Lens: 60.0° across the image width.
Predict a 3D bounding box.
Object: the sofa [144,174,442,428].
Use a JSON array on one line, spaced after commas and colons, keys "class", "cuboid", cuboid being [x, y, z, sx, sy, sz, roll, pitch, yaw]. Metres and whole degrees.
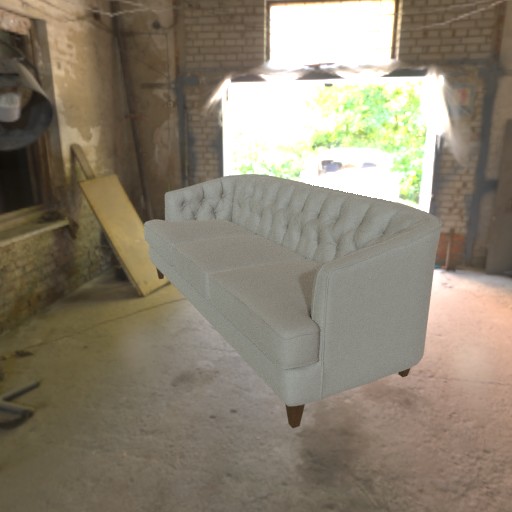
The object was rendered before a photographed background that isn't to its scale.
[{"class": "sofa", "cuboid": [0.000, 0.000, 2.828, 0.941, 0.855, 2.278, -8, 19, -26]}]
